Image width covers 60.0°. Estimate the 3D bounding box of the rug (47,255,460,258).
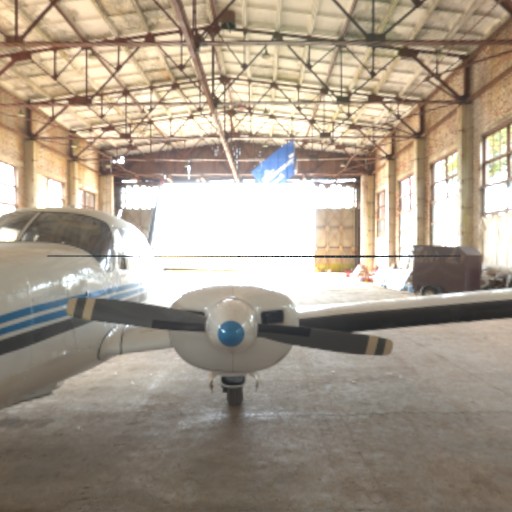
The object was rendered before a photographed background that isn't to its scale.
[{"bbox_3d":[0.000,0.000,4.163,3.033,0.012,2.432,0,0,37],"label":"rug"}]
